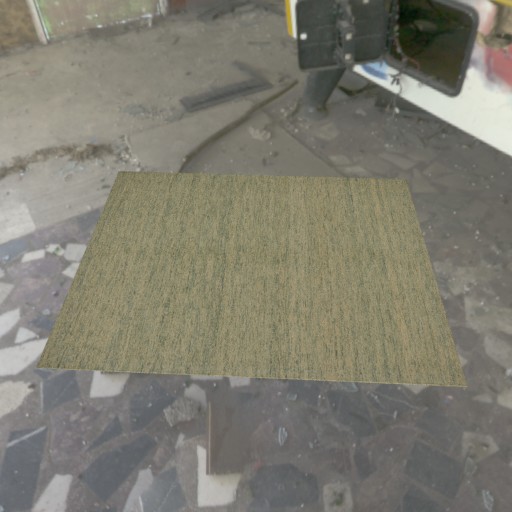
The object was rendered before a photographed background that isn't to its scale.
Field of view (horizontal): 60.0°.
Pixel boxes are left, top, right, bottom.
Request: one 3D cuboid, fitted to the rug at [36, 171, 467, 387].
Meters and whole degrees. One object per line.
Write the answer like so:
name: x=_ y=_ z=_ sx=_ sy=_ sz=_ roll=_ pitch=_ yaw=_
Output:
rug: x=0.000 y=0.000 z=4.104 sx=3.201 sy=0.014 sz=2.437 roll=2 pitch=47 yaw=2
